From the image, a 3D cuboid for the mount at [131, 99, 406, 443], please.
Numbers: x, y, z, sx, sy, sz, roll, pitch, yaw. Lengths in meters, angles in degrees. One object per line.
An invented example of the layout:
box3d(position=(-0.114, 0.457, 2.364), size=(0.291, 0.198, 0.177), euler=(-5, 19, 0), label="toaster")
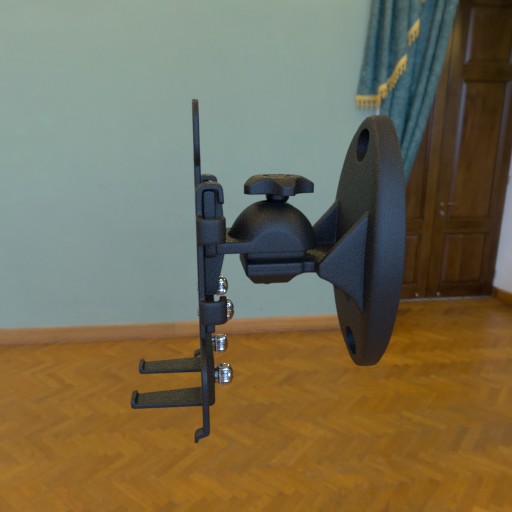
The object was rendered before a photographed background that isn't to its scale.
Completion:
box3d(position=(0.000, 0.000, 0.177), size=(0.100, 0.118, 0.066), euler=(-2, 15, -8), label="mount")
